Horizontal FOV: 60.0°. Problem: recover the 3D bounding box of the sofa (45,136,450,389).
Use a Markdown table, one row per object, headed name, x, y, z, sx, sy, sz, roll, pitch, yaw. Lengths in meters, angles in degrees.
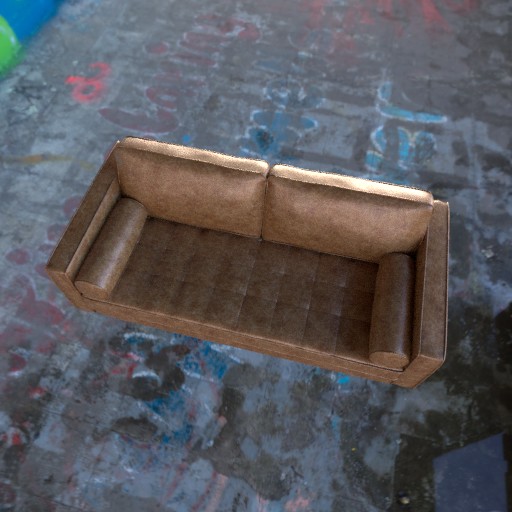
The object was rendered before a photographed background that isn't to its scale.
| name | x | y | z | sx | sy | sz | roll | pitch | yaw |
| --- | --- | --- | --- | --- | --- | --- | --- | --- | --- |
| sofa | 0.000 | 0.000 | 2.412 | 1.920 | 0.825 | 0.924 | 12 | 59 | 7 |
